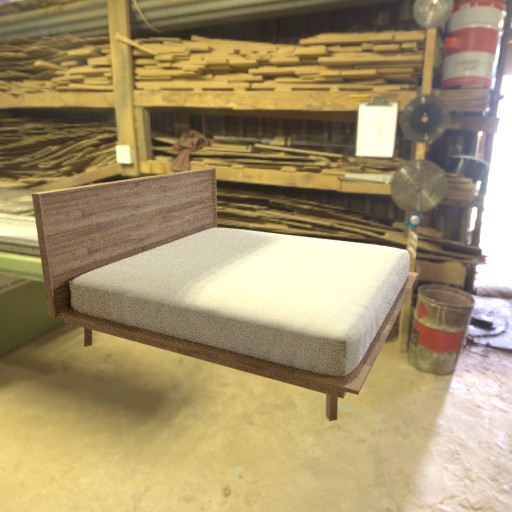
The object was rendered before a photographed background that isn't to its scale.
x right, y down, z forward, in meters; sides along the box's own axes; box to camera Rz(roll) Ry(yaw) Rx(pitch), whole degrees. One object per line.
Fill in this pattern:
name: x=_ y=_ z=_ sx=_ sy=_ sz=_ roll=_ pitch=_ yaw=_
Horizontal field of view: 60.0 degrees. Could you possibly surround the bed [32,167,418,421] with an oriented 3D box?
bed: x=0.000 y=0.000 z=3.430 sx=2.167 sy=1.100 sz=2.116 roll=8 pitch=18 yaw=26
